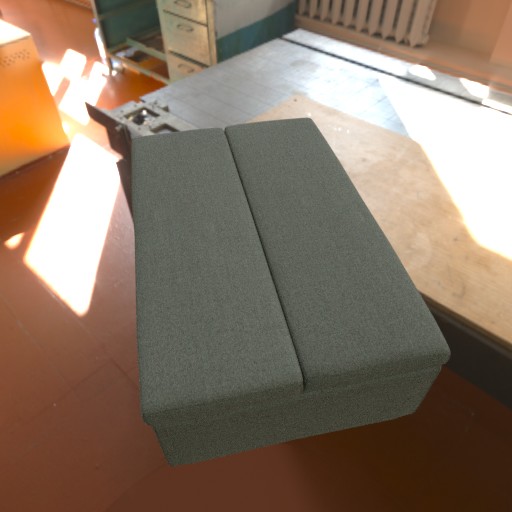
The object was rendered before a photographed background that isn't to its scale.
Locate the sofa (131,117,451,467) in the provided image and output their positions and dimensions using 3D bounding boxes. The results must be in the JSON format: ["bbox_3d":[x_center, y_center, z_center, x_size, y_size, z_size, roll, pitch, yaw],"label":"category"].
[{"bbox_3d":[0.000,0.000,1.621,0.817,0.434,1.250,-9,46,-9],"label":"sofa"}]
